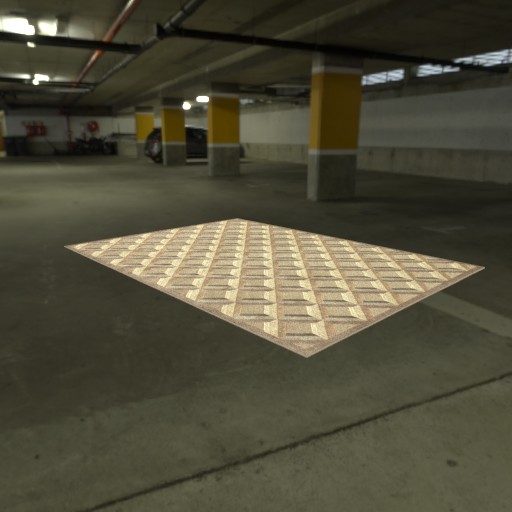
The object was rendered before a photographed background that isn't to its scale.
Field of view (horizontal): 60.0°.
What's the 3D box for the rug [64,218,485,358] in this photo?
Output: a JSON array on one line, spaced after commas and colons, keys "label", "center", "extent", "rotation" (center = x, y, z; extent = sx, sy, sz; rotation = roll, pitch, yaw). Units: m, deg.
[{"label": "rug", "center": [0.000, 0.000, 4.226], "extent": [2.382, 0.018, 3.294], "rotation": [-14, 20, -41]}]
